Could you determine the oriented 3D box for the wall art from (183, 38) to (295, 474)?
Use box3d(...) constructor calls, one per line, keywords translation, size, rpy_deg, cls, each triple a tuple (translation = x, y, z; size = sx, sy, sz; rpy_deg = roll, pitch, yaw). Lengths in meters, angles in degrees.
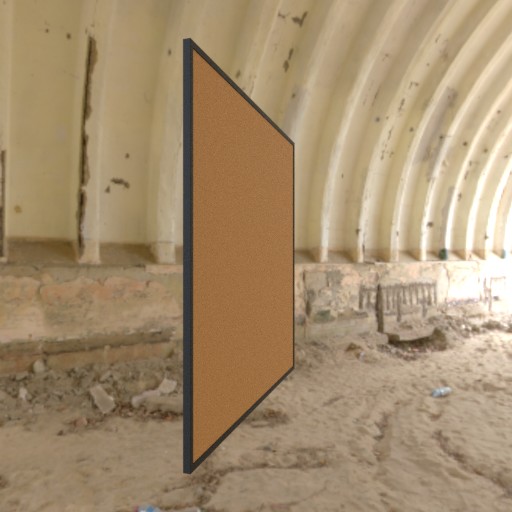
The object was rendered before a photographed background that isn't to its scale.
box3d(translation=(0.000, 0.000, 0.990), size=(0.015, 0.663, 0.664), rpy_deg=(0, 0, 19), cls="wall art")
